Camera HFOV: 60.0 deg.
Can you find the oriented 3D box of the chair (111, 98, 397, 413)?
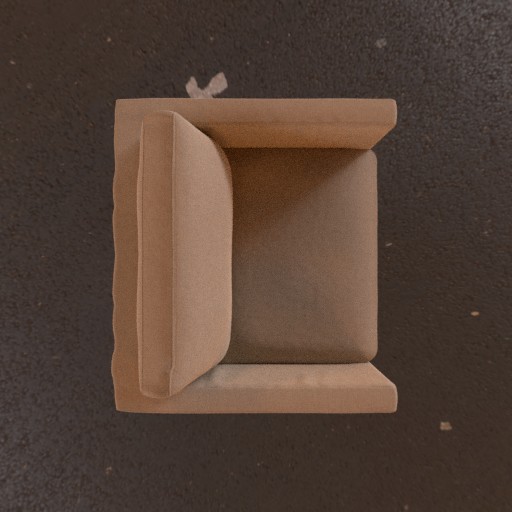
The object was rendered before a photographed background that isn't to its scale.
[{"bbox_3d":[0.000,0.000,1.699,0.949,0.867,1.057,0,90,0],"label":"chair"}]
